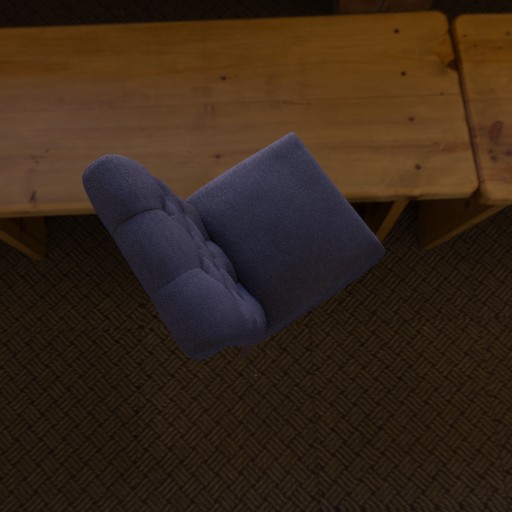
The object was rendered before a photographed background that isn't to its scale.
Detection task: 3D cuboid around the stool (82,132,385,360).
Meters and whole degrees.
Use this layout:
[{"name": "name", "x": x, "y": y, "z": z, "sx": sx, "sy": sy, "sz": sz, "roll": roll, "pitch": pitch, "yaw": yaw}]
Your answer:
[{"name": "stool", "x": 0.000, "y": 0.000, "z": 1.434, "sx": 0.601, "sy": 1.140, "sz": 0.493, "roll": -33, "pitch": 77, "yaw": -8}]
